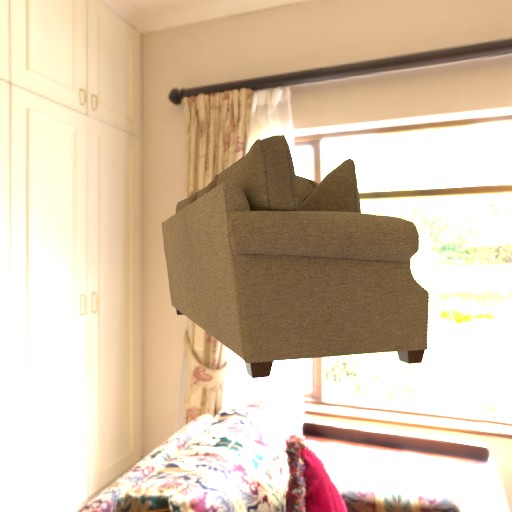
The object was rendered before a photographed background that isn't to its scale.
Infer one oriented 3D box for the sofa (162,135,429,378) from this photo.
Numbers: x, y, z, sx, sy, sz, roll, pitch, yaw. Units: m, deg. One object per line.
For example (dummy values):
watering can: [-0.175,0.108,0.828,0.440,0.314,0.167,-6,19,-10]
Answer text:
sofa: [0.000,0.000,2.863,0.965,0.975,2.312,0,0,-18]
